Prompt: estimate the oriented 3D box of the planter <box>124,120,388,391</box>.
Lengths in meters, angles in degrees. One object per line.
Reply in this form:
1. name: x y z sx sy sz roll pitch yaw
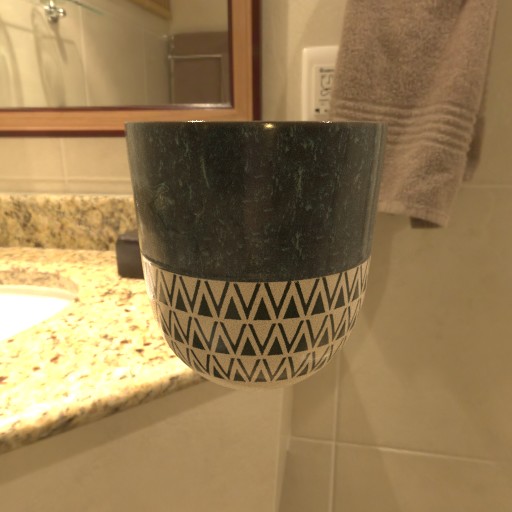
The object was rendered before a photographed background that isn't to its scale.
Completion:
1. planter: 0.000 0.000 0.369 0.195 0.214 0.195 0 17 0
